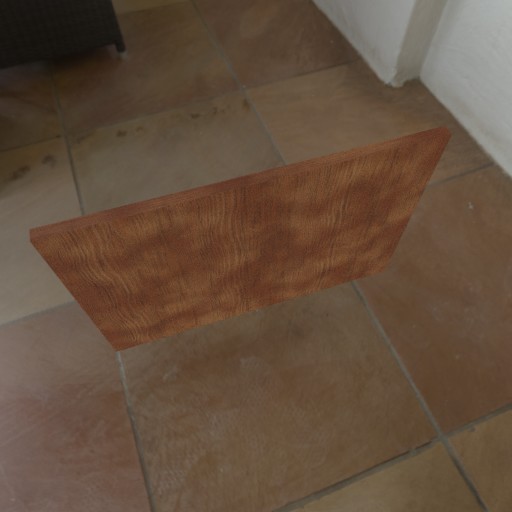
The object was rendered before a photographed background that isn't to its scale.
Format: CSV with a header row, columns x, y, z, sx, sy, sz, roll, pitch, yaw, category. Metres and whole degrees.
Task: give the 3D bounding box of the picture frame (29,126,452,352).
x,y,z,sx,sy,sz,roll,pitch,yaw,category
0.000,0.000,1.231,0.950,0.640,0.029,-16,60,-9,picture frame
